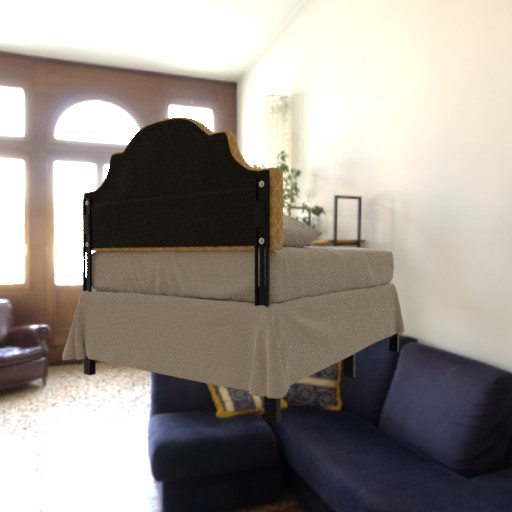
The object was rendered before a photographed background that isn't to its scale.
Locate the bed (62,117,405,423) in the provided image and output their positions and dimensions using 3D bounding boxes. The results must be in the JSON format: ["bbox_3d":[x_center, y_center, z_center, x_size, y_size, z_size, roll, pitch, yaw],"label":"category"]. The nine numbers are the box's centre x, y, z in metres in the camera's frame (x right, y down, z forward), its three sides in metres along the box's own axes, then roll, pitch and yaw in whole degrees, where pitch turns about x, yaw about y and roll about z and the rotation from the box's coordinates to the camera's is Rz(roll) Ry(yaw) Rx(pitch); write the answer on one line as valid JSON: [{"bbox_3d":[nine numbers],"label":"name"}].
[{"bbox_3d":[0.000,0.000,3.426,1.780,1.633,2.222,0,0,35],"label":"bed"}]
